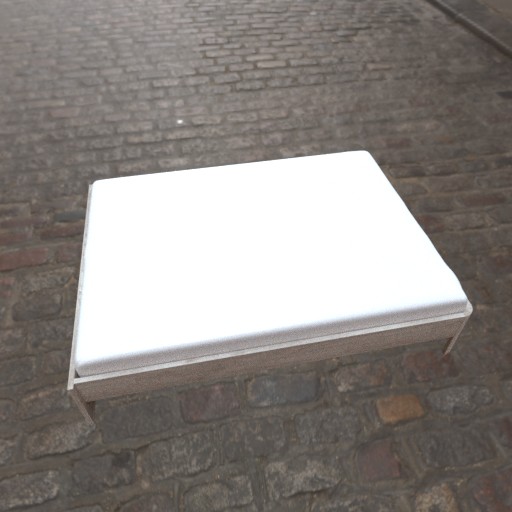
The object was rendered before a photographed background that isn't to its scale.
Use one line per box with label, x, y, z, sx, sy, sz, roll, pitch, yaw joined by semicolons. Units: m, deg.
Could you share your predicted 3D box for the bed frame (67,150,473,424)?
bed frame;0.000;0.000;2.634;1.950;0.462;1.490;-8;46;-8
